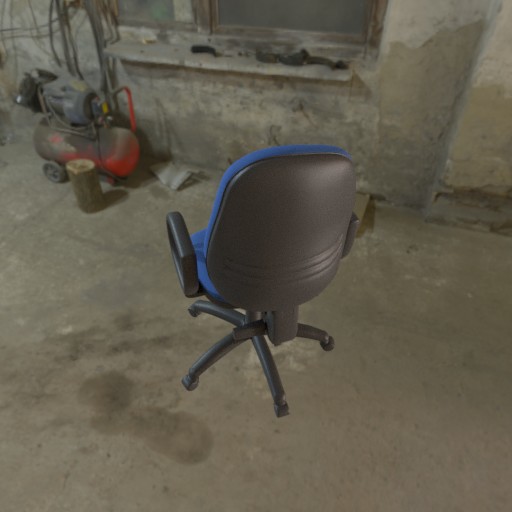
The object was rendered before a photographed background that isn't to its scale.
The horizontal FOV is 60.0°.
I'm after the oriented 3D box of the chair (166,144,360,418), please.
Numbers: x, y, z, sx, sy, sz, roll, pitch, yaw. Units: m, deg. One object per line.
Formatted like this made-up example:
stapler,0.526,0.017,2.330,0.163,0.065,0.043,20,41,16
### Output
chair,0.000,0.000,1.279,0.552,0.905,0.549,-12,42,-14
